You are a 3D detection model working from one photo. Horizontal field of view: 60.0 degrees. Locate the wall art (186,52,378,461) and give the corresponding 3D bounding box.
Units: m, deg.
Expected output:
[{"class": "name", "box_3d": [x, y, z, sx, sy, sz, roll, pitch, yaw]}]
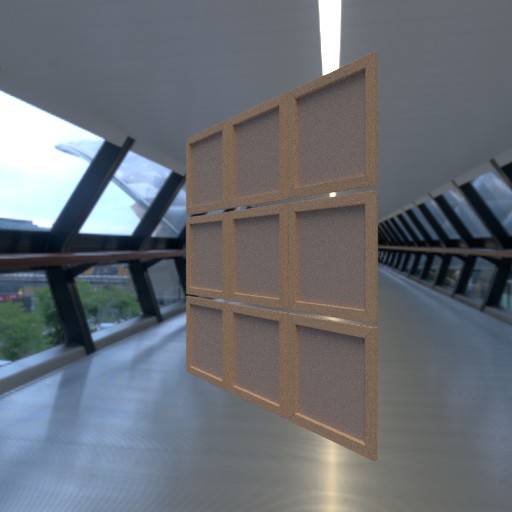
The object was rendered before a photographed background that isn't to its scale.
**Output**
[{"class": "wall art", "box_3d": [0.000, 0.000, 1.361, 0.012, 0.910, 0.917, 0, 0, -36]}]
